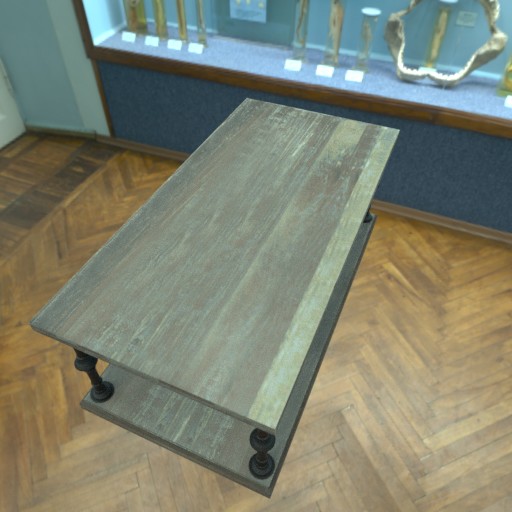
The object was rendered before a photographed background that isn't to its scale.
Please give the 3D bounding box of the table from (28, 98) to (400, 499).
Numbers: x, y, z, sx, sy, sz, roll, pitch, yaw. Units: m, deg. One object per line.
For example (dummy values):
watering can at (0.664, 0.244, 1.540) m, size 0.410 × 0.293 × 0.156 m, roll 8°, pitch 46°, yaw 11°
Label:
table at (0.000, 0.000, 1.333) m, size 0.554 × 0.399 × 1.088 m, roll 18°, pitch 48°, yaw 16°
